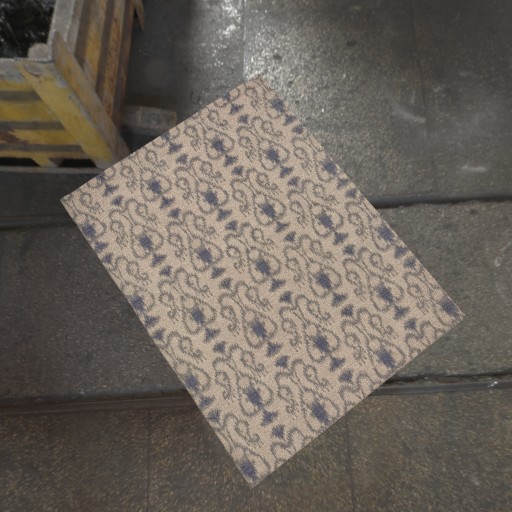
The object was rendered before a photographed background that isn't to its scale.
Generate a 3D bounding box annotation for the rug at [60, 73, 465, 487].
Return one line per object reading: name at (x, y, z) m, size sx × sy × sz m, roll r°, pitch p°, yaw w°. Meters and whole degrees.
rug at (0.000, 0.000, 4.209) m, size 2.437 × 0.015 × 3.205 m, roll -35°, pitch 78°, yaw -8°
